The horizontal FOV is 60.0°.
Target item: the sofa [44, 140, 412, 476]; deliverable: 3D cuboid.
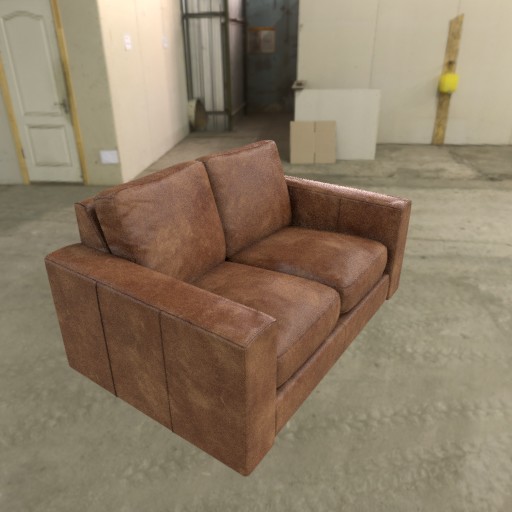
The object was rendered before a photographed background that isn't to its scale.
[{"bbox_3d":[0.000,0.000,2.237,1.041,0.889,1.626,17,31,31],"label":"sofa"}]
